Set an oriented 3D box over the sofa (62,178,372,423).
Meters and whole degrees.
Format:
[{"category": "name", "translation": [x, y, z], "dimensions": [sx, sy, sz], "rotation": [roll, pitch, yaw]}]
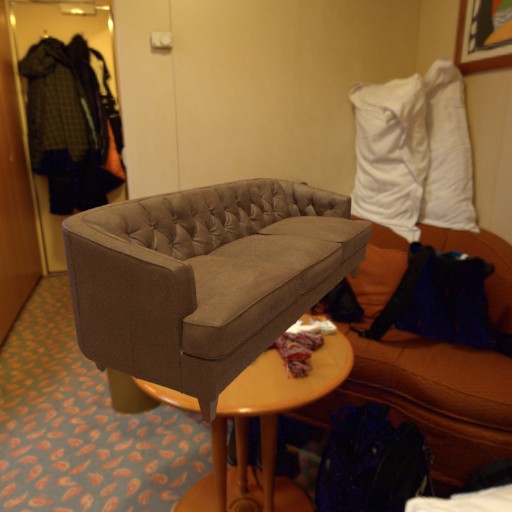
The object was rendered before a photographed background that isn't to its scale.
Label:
[{"category": "sofa", "translation": [0.000, 0.000, 2.696], "dimensions": [0.927, 0.787, 2.227], "rotation": [8, 17, 27]}]
